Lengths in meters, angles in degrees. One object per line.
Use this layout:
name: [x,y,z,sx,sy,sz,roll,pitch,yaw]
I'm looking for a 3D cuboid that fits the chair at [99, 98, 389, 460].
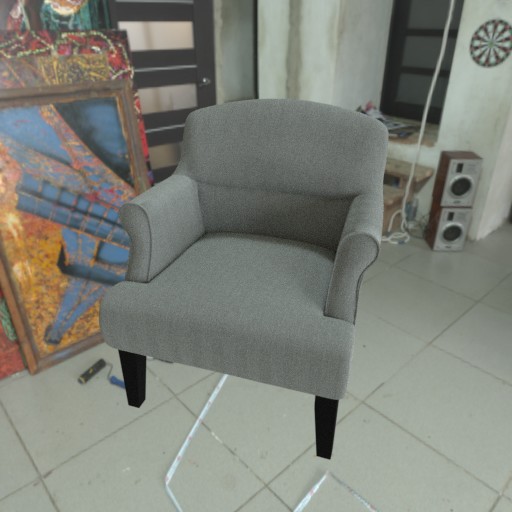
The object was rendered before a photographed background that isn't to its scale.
chair: [0.000,0.000,1.444,0.772,0.880,0.755,9,29,16]
